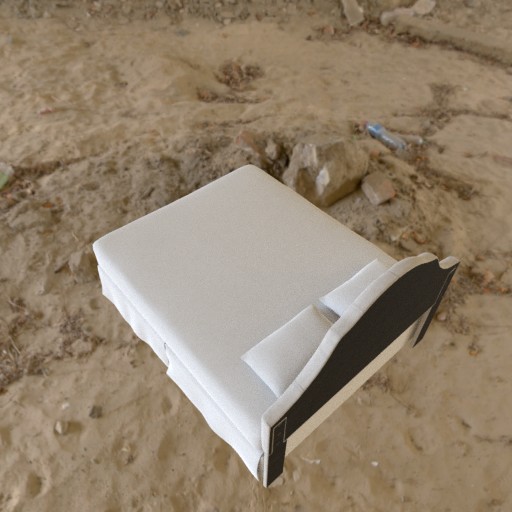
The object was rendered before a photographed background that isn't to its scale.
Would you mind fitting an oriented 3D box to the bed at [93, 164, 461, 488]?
[{"bbox_3d":[0.000,0.000,3.734,2.039,1.617,2.477,-32,54,-27],"label":"bed"}]
